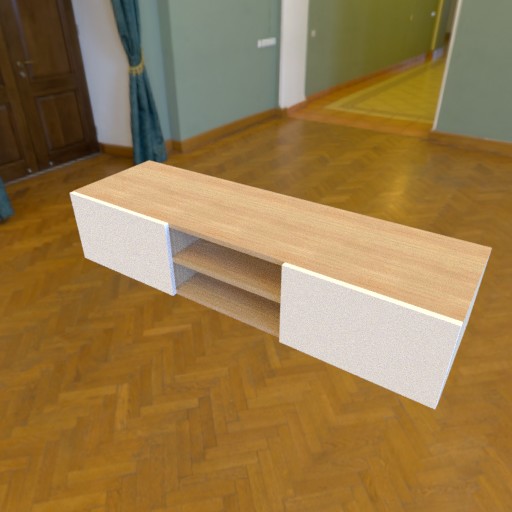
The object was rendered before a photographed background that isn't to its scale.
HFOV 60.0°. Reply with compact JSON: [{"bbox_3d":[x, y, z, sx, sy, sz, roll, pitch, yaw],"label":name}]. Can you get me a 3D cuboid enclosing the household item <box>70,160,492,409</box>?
[{"bbox_3d":[0.000,0.000,1.573,1.400,0.310,0.420,19,36,28],"label":"household item"}]
